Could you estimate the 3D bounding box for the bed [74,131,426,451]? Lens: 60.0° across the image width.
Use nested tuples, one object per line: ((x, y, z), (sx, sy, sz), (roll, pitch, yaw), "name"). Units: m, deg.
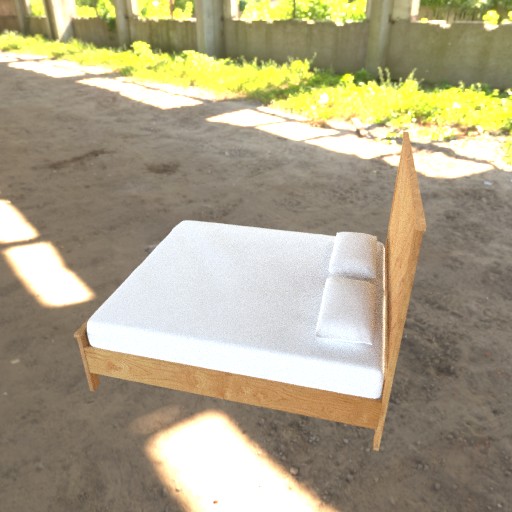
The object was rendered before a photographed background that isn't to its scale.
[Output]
((0.000, 0.000, 4.161), (2.530, 1.938, 2.225), (7, 30, 12), "bed")
